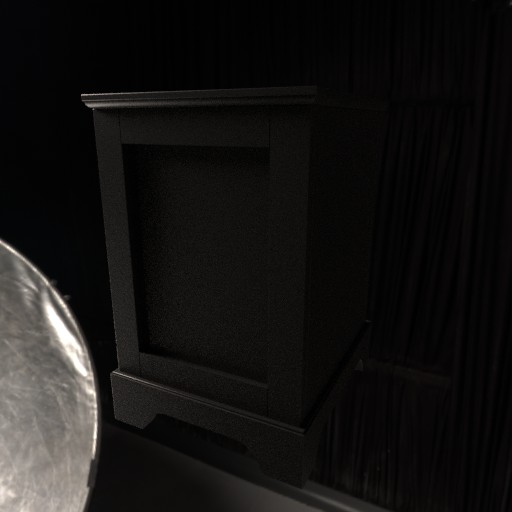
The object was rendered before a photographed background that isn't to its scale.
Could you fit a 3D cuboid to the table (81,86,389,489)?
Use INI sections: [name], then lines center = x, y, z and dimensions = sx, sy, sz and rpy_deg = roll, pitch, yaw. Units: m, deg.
[table]
center = 0.000, 0.000, 0.909
dimensions = 0.399, 0.610, 0.460
rpy_deg = 8, 19, 26
